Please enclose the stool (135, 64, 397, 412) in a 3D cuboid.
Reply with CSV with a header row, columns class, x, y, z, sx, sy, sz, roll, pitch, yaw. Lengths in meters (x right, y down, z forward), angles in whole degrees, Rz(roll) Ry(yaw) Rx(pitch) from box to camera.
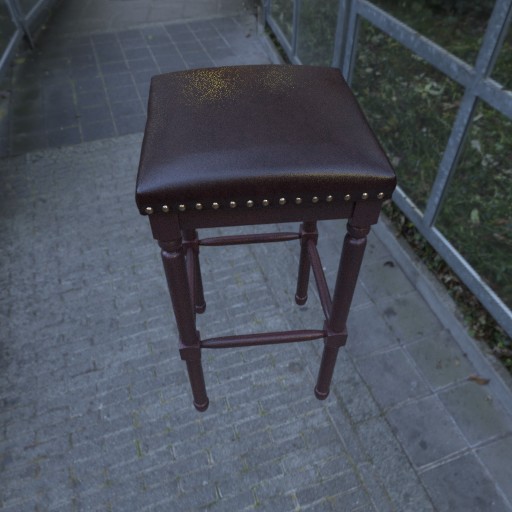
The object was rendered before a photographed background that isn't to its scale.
class,x,y,z,sx,sy,sz,roll,pitch,yaw
stool,0.000,0.000,0.998,0.383,0.768,0.382,-4,46,-4
